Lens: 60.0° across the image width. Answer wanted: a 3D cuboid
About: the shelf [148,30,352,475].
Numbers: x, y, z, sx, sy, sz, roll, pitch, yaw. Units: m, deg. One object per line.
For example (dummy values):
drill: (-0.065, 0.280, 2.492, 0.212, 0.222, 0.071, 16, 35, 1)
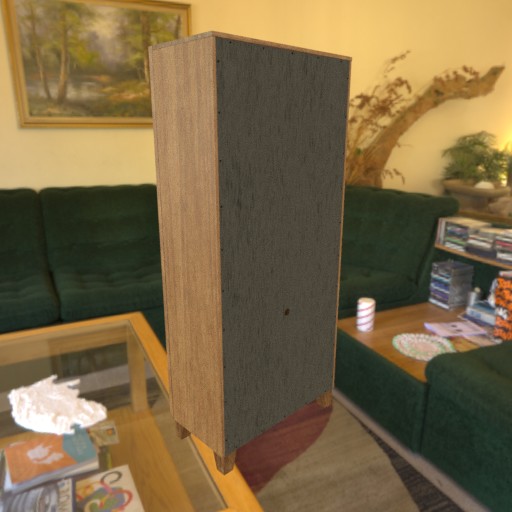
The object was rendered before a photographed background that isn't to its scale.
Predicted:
shelf: (0.000, 0.000, 2.286, 0.864, 1.930, 0.453, -15, 21, -42)
